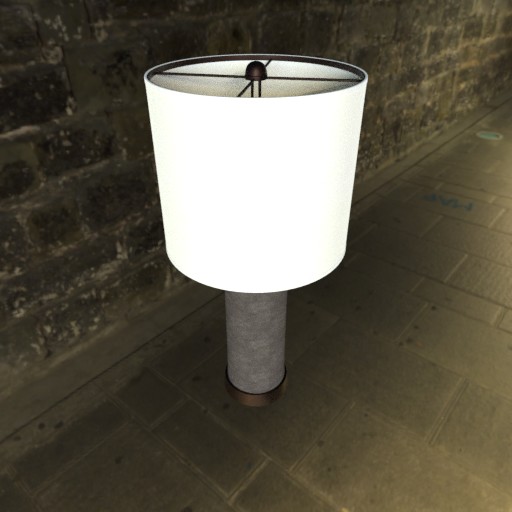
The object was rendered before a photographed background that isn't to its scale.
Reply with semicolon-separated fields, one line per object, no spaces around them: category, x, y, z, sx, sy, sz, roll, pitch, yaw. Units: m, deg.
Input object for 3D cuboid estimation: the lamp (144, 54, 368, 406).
lamp;0.000;0.000;0.772;0.301;0.630;0.301;-21;38;-29
